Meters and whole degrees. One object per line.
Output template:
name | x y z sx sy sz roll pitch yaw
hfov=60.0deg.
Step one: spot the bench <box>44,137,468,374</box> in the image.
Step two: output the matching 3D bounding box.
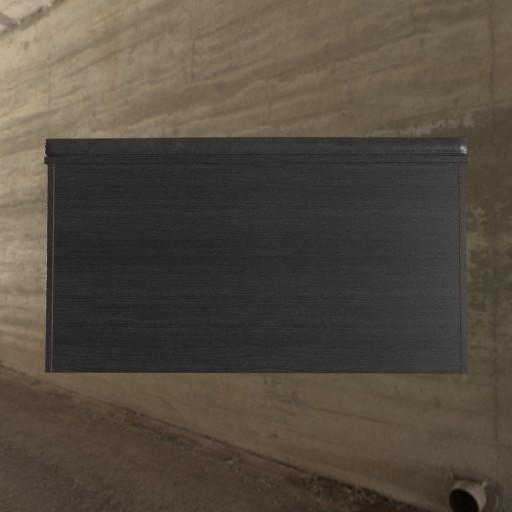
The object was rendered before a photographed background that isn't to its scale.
bench | 0.000 0.000 1.134 0.905 0.501 0.401 0 -2 1
